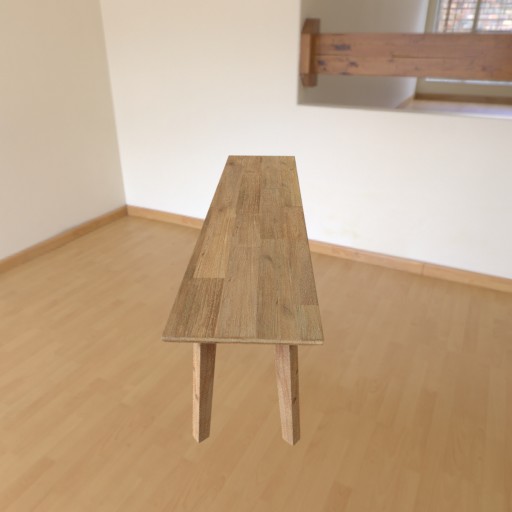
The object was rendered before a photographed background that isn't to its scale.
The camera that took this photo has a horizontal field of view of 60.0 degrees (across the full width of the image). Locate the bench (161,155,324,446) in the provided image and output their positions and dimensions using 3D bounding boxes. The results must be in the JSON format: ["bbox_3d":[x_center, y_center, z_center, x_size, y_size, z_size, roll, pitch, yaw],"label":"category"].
[{"bbox_3d":[0.000,0.000,1.876,0.378,0.431,1.698,1,27,2],"label":"bench"}]
